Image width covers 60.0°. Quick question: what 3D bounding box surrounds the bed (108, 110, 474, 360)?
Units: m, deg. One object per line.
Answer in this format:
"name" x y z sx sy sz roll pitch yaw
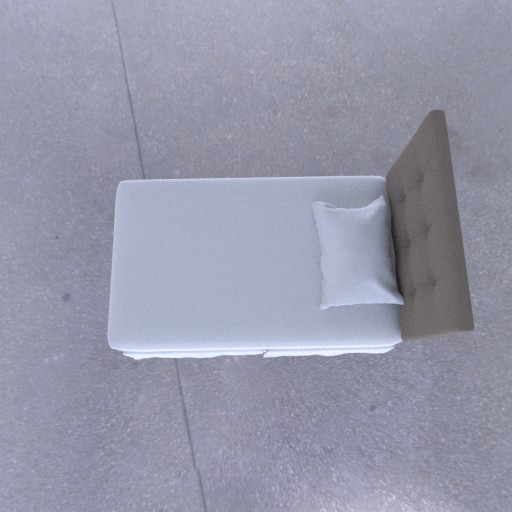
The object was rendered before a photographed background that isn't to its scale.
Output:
"bed" 0.000 0.000 2.891 1.997 1.571 1.261 -1 76 0
